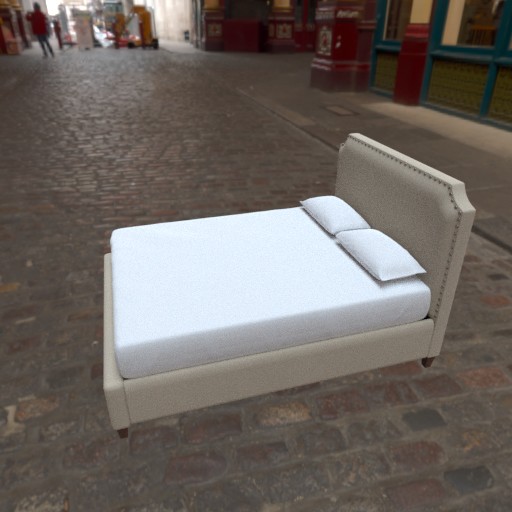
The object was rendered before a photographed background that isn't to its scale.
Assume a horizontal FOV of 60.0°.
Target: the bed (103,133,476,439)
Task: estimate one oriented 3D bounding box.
[{"bbox_3d":[0.000,0.000,3.417,2.329,1.415,1.703,-8,30,-15],"label":"bed"}]
